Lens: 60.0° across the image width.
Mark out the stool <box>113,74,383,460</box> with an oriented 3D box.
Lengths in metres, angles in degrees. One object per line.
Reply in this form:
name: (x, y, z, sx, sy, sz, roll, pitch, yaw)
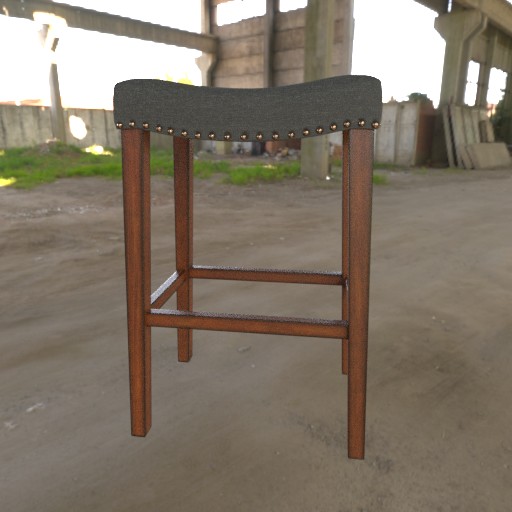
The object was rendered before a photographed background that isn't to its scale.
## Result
stool: (0.000, 0.000, 1.013, 0.502, 0.748, 0.366, 2, 16, 8)
